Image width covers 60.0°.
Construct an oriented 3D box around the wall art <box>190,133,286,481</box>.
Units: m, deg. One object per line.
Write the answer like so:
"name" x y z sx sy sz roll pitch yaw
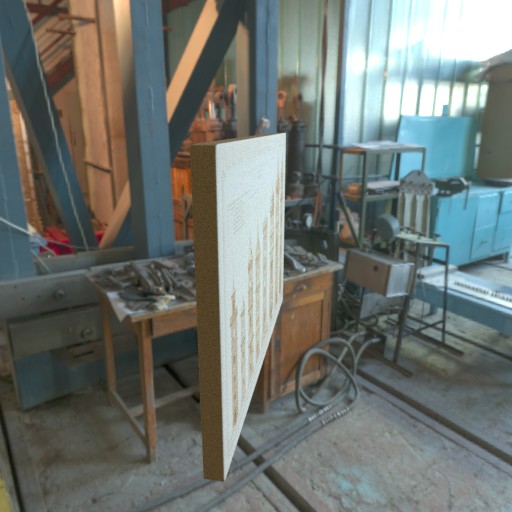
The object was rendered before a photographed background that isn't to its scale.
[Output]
"wall art" 0.000 0.000 0.486 0.019 0.254 0.380 3 17 10
